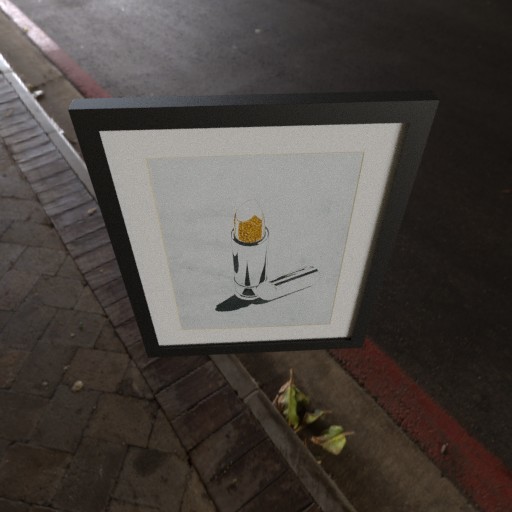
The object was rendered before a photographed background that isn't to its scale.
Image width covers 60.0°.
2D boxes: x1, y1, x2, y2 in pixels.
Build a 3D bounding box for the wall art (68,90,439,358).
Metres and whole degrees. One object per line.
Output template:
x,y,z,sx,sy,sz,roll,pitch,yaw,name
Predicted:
0.000,0.000,0.754,0.457,0.559,0.029,-2,46,-2,wall art
